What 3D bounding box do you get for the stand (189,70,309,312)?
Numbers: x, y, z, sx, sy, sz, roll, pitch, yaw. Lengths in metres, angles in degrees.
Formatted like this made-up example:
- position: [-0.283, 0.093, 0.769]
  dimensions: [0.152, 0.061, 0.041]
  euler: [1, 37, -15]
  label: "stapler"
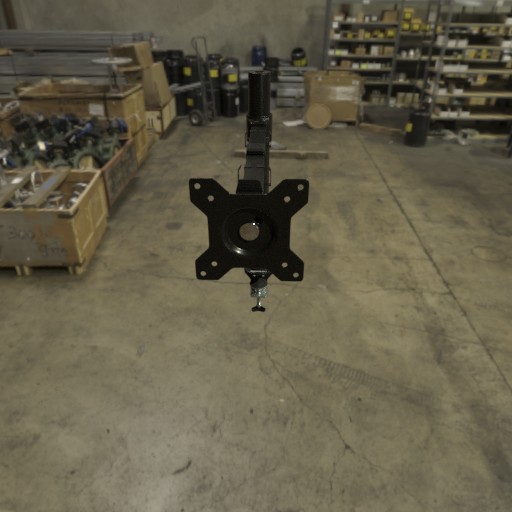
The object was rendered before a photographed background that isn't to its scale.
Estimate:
- position: [0.000, 0.000, 0.723]
  dimensions: [0.115, 0.510, 0.456]
  euler: [1, 30, 1]
  label: "stand"
